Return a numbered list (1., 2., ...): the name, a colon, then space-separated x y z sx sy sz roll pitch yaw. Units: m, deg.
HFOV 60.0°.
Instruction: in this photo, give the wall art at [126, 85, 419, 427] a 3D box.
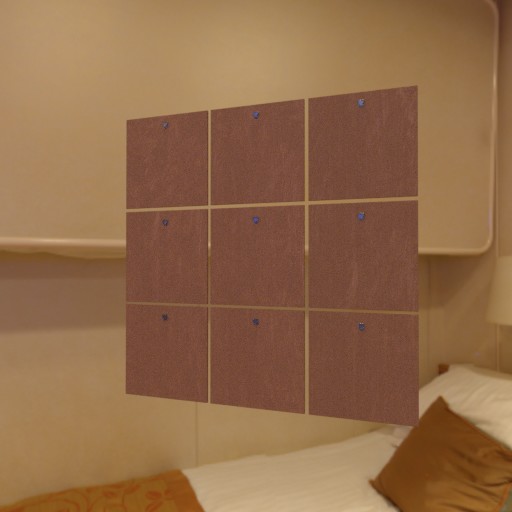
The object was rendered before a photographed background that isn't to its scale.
1. wall art: 0.000 0.000 2.220 1.526 1.522 0.023 0 -1 19
